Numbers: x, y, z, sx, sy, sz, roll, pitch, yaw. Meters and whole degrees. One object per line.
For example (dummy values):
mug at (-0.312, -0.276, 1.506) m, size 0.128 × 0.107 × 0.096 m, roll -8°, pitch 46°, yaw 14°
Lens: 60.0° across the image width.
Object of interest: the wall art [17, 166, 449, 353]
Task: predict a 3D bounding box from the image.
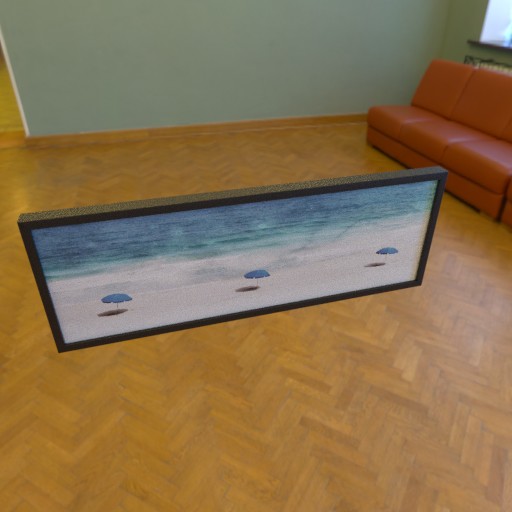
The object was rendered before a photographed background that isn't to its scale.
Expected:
wall art at (0.000, 0.000, 0.952) m, size 0.860 × 0.303 × 0.037 m, roll -9°, pitch 33°, yaw -14°
